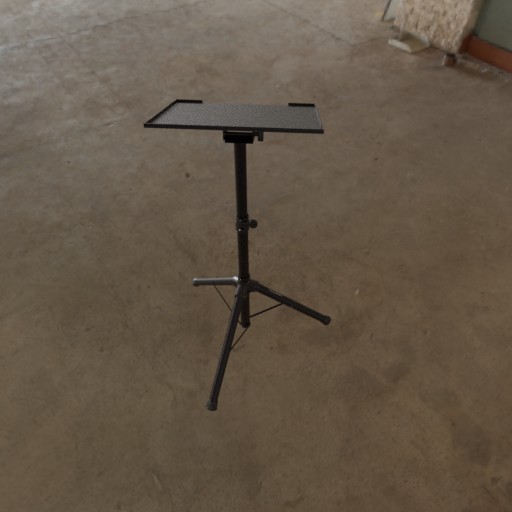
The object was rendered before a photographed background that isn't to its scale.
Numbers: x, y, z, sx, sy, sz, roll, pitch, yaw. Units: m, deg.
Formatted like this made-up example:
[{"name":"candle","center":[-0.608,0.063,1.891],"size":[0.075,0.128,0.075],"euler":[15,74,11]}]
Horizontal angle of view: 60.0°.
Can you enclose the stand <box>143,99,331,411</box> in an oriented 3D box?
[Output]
[{"name":"stand","center":[0.000,0.000,1.630],"size":[0.702,1.198,0.702],"euler":[3,47,2]}]
